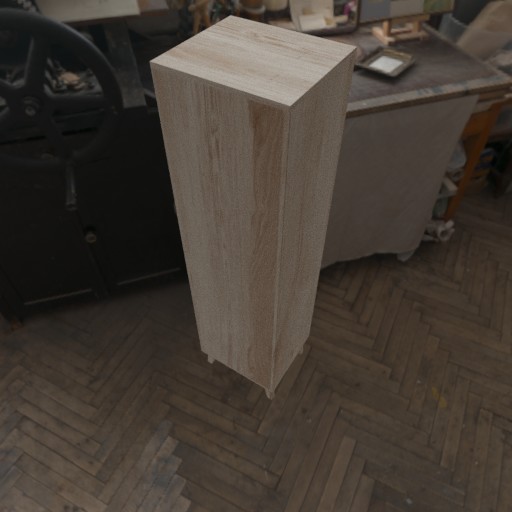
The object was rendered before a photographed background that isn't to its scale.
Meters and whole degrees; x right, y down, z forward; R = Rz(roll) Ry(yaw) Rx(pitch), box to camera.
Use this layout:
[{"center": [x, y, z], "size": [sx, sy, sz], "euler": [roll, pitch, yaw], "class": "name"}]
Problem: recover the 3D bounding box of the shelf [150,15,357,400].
[{"center": [0.000, 0.000, 2.164], "size": [0.510, 1.960, 0.450], "euler": [25, 53, 21], "class": "shelf"}]
